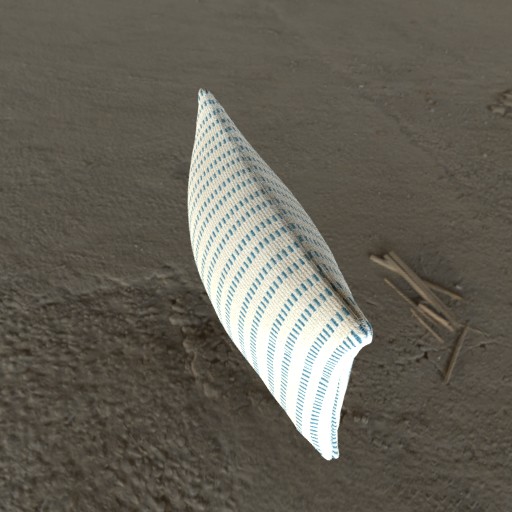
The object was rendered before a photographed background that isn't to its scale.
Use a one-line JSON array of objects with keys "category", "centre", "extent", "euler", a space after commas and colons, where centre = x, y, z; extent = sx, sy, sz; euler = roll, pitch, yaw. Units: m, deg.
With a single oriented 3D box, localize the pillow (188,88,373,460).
[{"category": "pillow", "centre": [0.000, 0.000, 0.797], "extent": [0.210, 0.353, 0.640], "euler": [-15, 48, -14]}]
